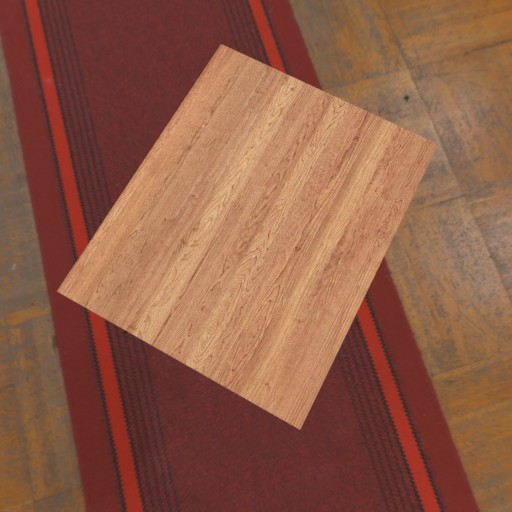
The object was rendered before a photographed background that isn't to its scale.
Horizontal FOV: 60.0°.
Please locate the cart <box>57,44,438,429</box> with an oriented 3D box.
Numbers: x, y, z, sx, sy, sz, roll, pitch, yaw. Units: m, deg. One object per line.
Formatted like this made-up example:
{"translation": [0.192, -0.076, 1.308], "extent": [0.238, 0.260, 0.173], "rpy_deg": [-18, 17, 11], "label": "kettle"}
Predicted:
{"translation": [0.000, 0.000, 1.110], "extent": [0.558, 0.603, 0.666], "rpy_deg": [28, 77, 7], "label": "cart"}
